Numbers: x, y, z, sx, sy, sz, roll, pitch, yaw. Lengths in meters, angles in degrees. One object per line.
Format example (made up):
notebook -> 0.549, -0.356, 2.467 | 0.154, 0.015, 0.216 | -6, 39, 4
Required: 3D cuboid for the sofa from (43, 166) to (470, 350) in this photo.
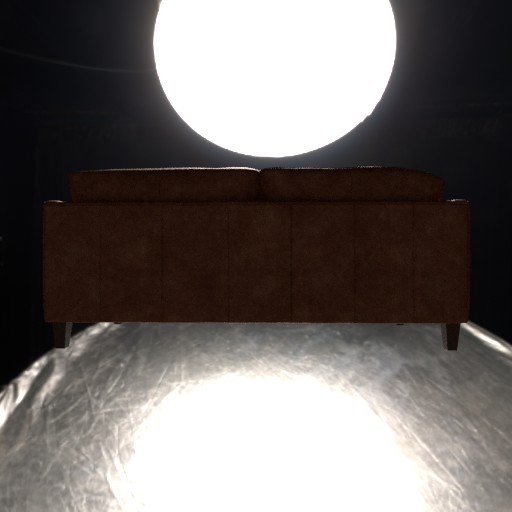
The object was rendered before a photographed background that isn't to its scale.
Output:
sofa -> 0.000, 0.000, 2.463 | 1.971, 0.863, 0.923 | 0, -1, 1
